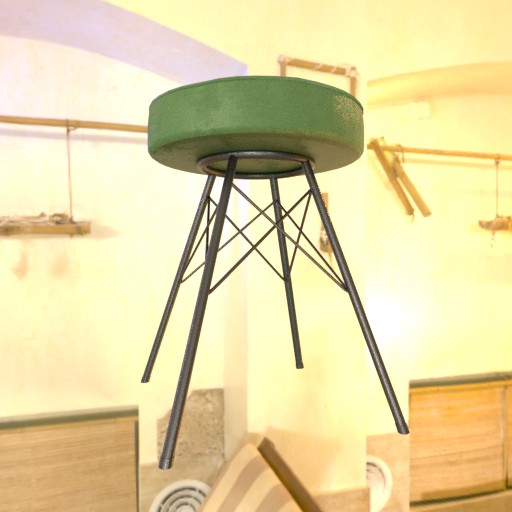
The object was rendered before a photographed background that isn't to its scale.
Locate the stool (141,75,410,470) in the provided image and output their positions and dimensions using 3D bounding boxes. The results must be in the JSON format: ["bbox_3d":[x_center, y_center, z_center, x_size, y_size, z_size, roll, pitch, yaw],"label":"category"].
[{"bbox_3d":[0.000,0.000,0.898,0.430,0.595,0.457,0,0,-18],"label":"stool"}]
